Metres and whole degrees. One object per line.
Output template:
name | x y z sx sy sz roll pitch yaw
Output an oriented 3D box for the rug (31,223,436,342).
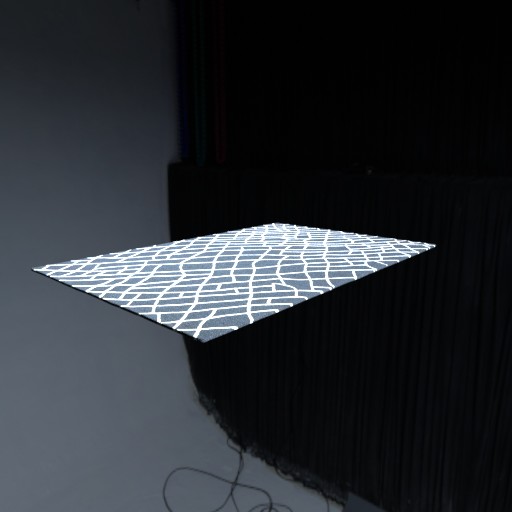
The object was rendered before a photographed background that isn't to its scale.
rug | 0.000 0.000 2.349 1.223 0.013 1.830 12 18 41
